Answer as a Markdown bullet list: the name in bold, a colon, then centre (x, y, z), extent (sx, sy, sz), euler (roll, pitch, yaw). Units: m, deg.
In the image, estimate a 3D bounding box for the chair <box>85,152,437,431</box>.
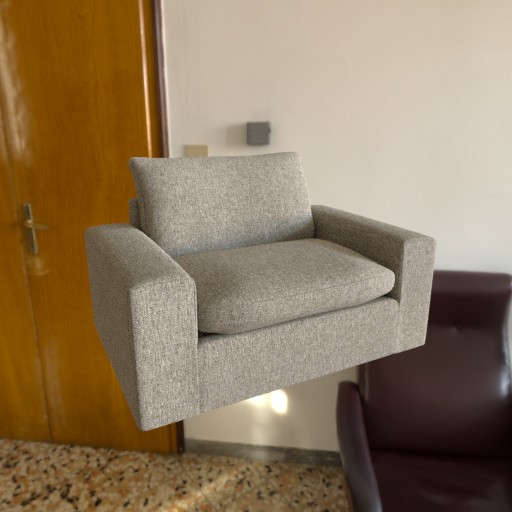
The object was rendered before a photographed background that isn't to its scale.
- **chair**: centre (0.000, 0.000, 2.114), extent (1.398, 0.915, 1.039), euler (-8, 18, -27)
